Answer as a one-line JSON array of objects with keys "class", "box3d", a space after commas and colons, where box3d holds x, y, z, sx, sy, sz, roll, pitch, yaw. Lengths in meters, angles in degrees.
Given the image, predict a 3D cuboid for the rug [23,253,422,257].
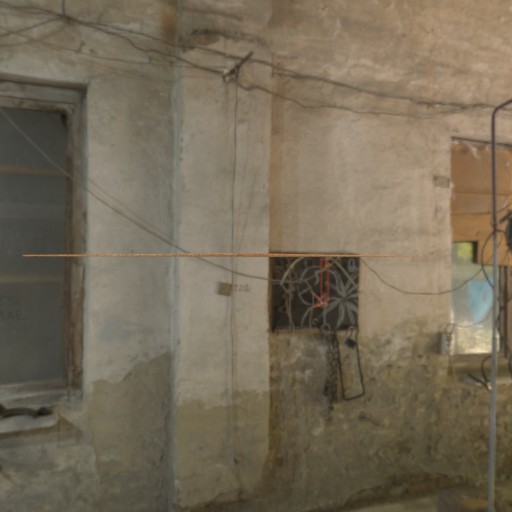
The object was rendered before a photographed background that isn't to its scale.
[{"class": "rug", "box3d": [0.000, 0.000, 2.929, 1.524, 0.006, 2.285, 0, 0, 35]}]
